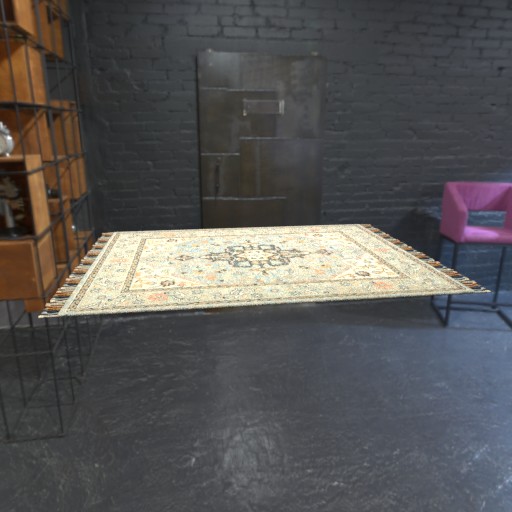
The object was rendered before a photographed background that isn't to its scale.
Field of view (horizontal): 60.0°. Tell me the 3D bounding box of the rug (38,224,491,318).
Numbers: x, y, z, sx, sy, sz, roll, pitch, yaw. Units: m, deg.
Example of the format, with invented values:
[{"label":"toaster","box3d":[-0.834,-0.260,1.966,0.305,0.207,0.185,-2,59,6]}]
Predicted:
[{"label":"rug","box3d":[0.000,0.000,2.257,1.730,0.009,1.278,-2,17,-8]}]
